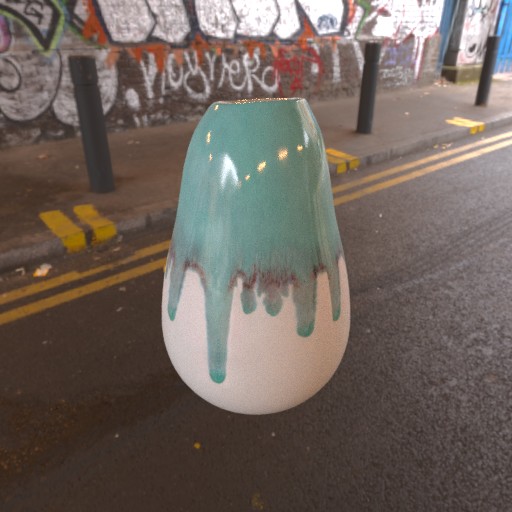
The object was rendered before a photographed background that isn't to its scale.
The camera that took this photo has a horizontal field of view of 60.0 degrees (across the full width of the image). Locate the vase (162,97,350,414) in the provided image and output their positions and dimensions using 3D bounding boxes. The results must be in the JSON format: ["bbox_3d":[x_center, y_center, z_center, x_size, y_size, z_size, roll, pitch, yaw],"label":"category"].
[{"bbox_3d":[0.000,0.000,0.260,0.116,0.179,0.116,0,28,0],"label":"vase"}]
